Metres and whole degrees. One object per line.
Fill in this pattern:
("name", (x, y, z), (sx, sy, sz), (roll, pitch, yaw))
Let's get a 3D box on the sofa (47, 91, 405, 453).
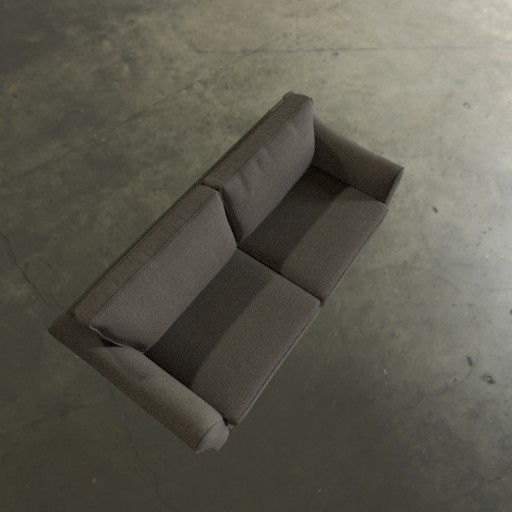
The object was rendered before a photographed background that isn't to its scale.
("sofa", (0.000, 0.000, 2.759), (1.013, 0.976, 2.203), (32, 65, 17))
